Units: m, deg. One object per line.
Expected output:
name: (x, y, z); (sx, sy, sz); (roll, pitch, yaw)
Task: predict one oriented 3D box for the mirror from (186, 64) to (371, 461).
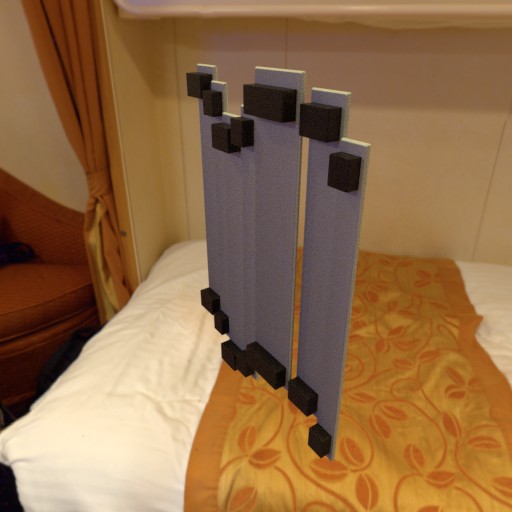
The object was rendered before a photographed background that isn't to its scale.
mirror: (0.000, 0.000, 0.775); (0.058, 0.611, 0.445); (-17, 32, -31)
